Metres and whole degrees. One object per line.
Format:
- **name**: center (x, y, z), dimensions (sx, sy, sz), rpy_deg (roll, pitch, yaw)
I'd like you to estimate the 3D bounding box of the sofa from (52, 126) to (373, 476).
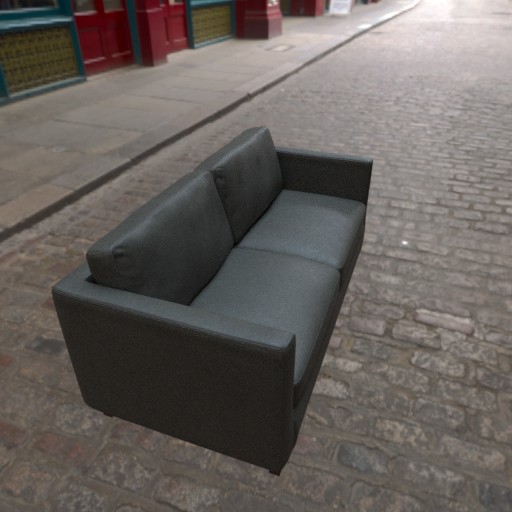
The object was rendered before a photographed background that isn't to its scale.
- **sofa**: center (0.000, 0.000, 2.367), dimensions (0.951, 0.933, 1.883), rpy_deg (11, 34, 17)
